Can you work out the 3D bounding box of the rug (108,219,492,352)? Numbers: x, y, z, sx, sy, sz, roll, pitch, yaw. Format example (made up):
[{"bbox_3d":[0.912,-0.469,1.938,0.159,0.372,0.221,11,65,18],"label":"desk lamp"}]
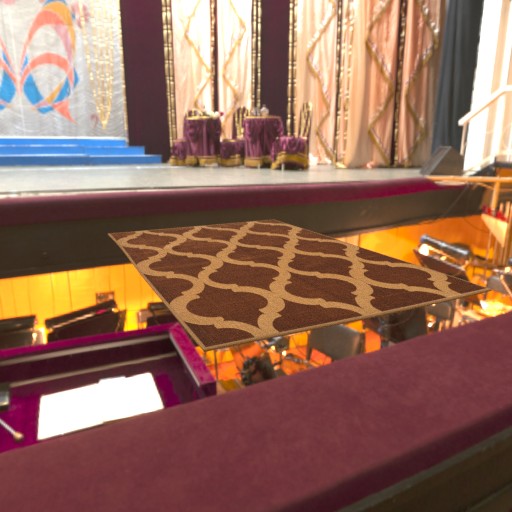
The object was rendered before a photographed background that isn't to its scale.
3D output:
[{"bbox_3d":[0.000,0.000,2.876,1.526,0.014,2.290,-7,16,-25],"label":"rug"}]
